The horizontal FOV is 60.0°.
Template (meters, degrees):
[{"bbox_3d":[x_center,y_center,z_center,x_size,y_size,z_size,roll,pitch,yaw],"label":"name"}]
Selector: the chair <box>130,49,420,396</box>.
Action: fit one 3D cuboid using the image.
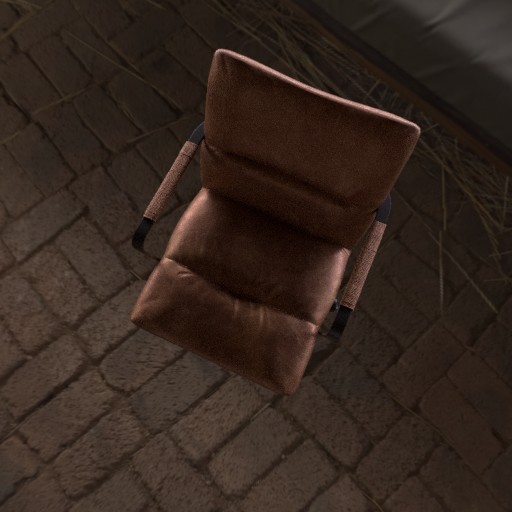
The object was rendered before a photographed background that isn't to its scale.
[{"bbox_3d":[0.000,0.000,1.474,0.727,0.922,0.754,24,76,6],"label":"chair"}]
